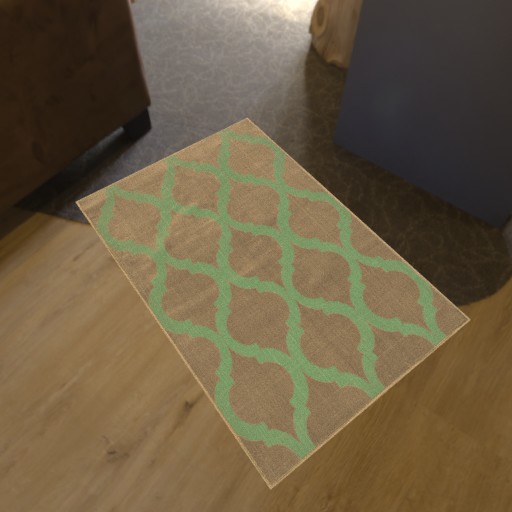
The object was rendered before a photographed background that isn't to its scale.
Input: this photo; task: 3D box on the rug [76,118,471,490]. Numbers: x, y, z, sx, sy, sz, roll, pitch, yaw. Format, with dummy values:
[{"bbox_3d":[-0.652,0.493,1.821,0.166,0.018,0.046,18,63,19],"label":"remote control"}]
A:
[{"bbox_3d":[0.000,0.000,2.925,1.524,0.006,2.286,-32,62,-19],"label":"rug"}]
